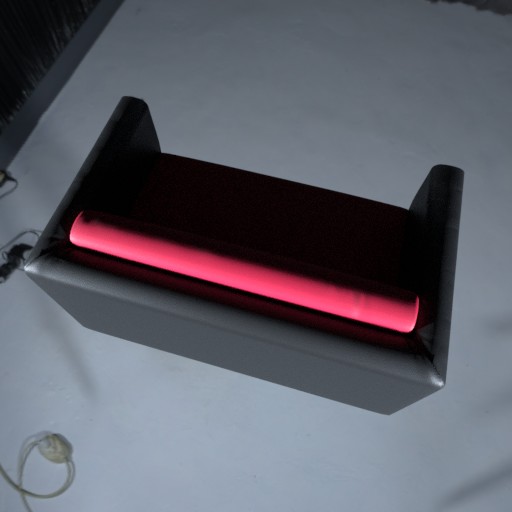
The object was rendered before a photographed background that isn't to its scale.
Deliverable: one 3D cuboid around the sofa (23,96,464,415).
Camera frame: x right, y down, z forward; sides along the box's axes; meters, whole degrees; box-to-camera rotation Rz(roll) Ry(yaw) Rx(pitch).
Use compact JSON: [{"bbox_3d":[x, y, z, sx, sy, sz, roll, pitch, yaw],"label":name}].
[{"bbox_3d":[0.000,0.000,1.841,1.410,0.735,0.845,14,64,7],"label":"sofa"}]
